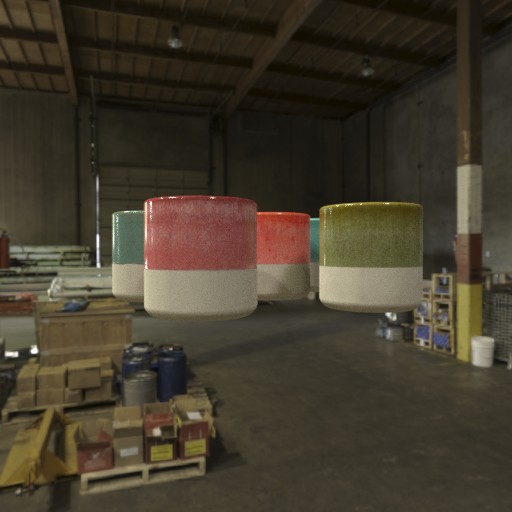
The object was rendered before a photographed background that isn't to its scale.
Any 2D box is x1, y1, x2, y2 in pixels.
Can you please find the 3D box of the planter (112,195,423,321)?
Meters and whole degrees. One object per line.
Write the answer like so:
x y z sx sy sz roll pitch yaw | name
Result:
0.000 0.000 0.417 0.257 0.075 0.286 0 1 -19 | planter
